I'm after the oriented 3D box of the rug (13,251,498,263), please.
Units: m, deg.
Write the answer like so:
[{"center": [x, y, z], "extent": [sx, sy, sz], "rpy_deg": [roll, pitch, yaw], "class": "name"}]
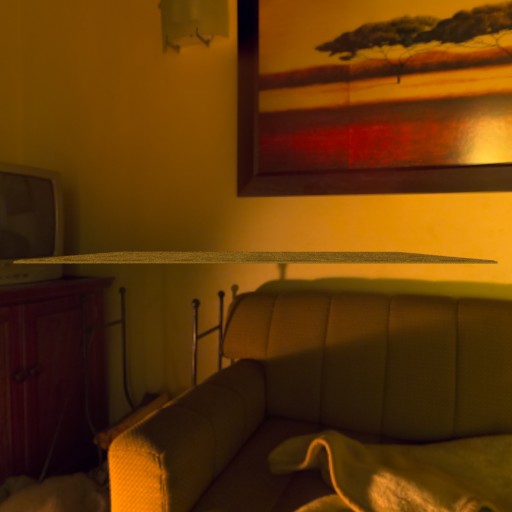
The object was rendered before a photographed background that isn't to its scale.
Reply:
[{"center": [0.000, 0.000, 2.268], "extent": [1.824, 0.012, 1.206], "rpy_deg": [0, 2, 1], "class": "rug"}]
